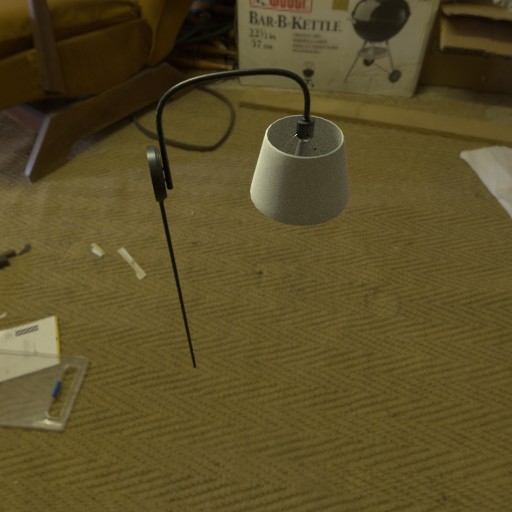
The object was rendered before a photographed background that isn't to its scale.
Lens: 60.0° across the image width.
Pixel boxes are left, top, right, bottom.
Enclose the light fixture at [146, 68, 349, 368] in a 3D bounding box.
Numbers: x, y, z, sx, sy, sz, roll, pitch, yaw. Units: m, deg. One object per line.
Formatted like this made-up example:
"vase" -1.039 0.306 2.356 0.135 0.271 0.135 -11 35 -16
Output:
"light fixture" 0.000 0.000 0.466 0.176 0.399 0.092 -10 48 -9
